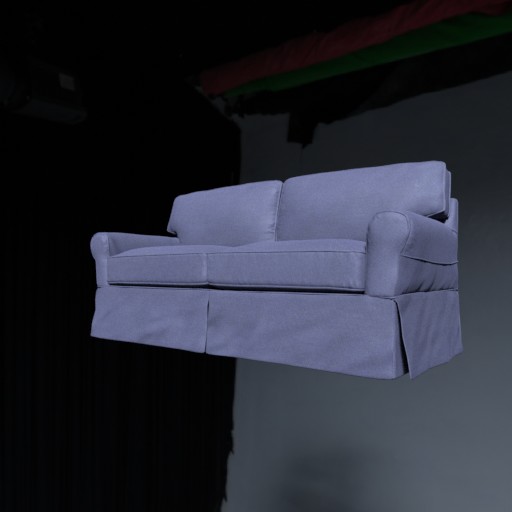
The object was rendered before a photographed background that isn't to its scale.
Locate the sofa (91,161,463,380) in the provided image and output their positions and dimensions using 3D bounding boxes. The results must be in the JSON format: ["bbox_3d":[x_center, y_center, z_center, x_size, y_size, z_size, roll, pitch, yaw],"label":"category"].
[{"bbox_3d":[0.000,0.000,2.812,2.256,1.094,0.983,-1,-2,36],"label":"sofa"}]
